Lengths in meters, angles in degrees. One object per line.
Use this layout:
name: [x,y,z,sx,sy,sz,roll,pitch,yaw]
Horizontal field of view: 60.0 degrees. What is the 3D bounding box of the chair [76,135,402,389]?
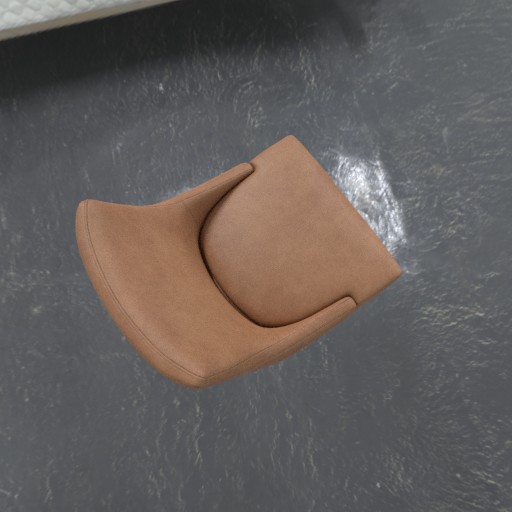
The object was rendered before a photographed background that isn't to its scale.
chair: [0.000,0.000,1.527,0.861,0.909,0.701,-34,78,-8]
